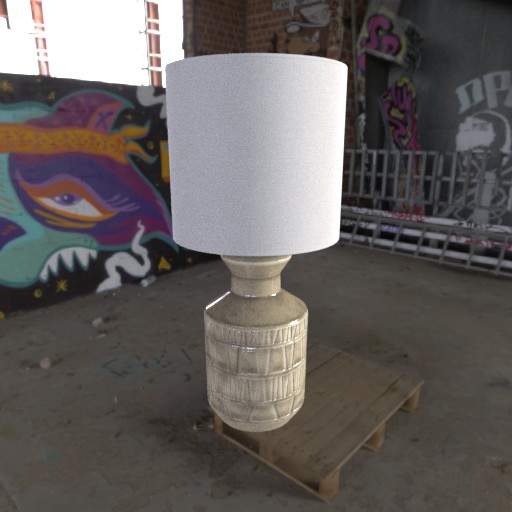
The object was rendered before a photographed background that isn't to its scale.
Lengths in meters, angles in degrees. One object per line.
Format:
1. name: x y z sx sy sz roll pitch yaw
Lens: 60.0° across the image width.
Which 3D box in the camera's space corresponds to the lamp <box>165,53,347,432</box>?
1. lamp: 0.000 0.000 0.580 0.211 0.455 0.211 -8 17 -27
